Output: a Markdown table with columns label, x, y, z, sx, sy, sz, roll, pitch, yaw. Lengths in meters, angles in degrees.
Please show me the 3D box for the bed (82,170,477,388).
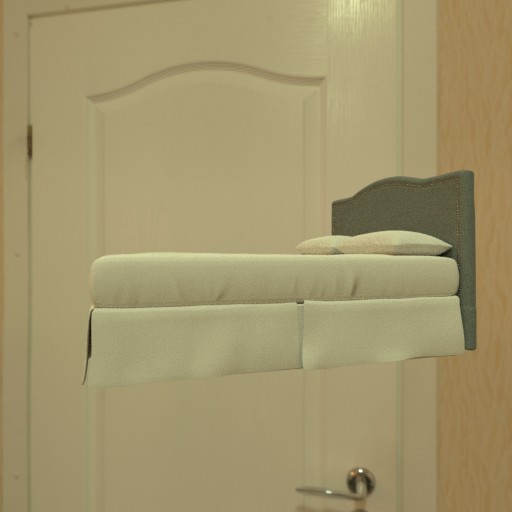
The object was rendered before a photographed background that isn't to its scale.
| label | x | y | z | sx | sy | sz | roll | pitch | yaw |
| --- | --- | --- | --- | --- | --- | --- | --- | --- | --- |
| bed | 0.000 | 0.000 | 3.786 | 2.689 | 1.457 | 2.161 | 0 | 0 | -18 |
